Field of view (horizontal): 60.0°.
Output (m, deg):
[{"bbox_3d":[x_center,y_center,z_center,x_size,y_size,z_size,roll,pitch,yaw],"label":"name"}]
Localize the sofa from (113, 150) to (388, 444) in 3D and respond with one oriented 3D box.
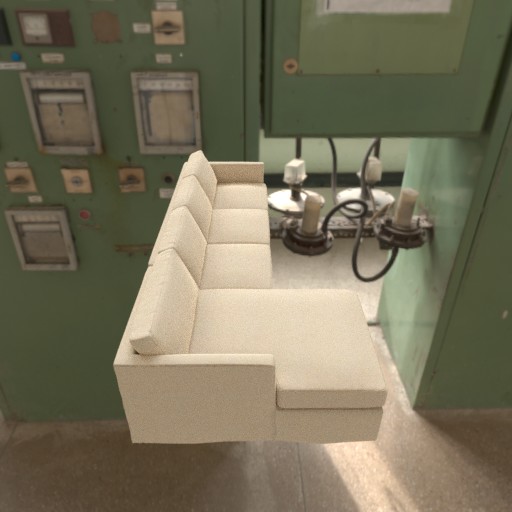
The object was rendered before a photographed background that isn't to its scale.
[{"bbox_3d":[0.000,0.000,3.968,1.650,0.922,3.205,0,33,0],"label":"sofa"}]
